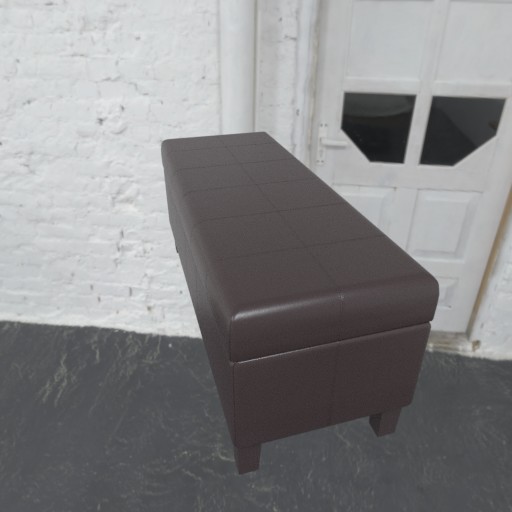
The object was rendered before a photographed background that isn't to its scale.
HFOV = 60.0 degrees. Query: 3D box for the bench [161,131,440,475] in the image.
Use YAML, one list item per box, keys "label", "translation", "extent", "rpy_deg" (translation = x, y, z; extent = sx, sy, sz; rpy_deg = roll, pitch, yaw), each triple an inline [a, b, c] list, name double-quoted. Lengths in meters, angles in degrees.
- label: "bench"
  translation: [0.000, 0.000, 1.339]
  extent: [0.429, 0.457, 1.092]
  rpy_deg: [-9, 32, -14]
